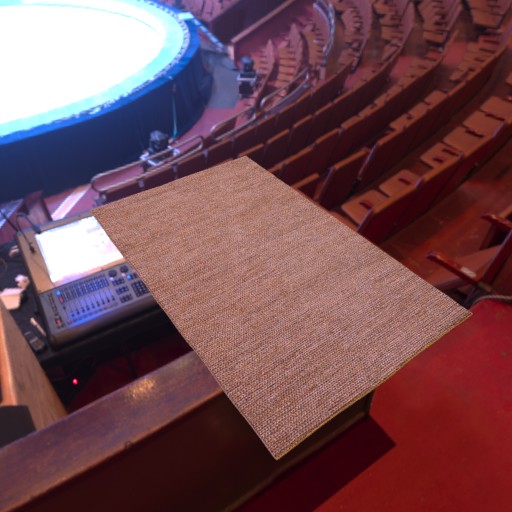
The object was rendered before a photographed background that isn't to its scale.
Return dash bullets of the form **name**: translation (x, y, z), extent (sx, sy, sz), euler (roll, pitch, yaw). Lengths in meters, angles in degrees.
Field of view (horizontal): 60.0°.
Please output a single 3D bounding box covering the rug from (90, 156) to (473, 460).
- **rug**: translation (0.000, 0.000, 3.119), extent (1.521, 0.034, 2.438), euler (-25, 47, -26)
